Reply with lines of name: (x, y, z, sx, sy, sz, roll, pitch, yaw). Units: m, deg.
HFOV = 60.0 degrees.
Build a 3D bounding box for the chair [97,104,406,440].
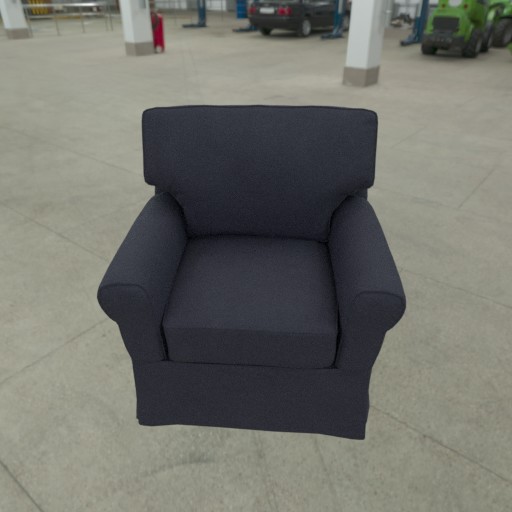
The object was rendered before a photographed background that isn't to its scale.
chair: (0.000, 0.000, 1.930, 1.119, 1.140, 1.002, 2, 32, 2)
